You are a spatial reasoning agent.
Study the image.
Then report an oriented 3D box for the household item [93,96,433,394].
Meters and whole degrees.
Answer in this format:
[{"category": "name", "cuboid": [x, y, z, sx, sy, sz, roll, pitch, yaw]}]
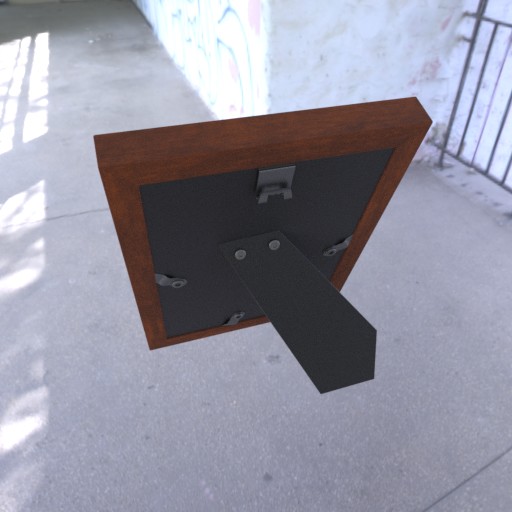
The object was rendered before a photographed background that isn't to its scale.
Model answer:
[{"category": "household item", "cuboid": [0.000, 0.000, 0.289, 0.160, 0.204, 0.096, -11, 40, -14]}]
